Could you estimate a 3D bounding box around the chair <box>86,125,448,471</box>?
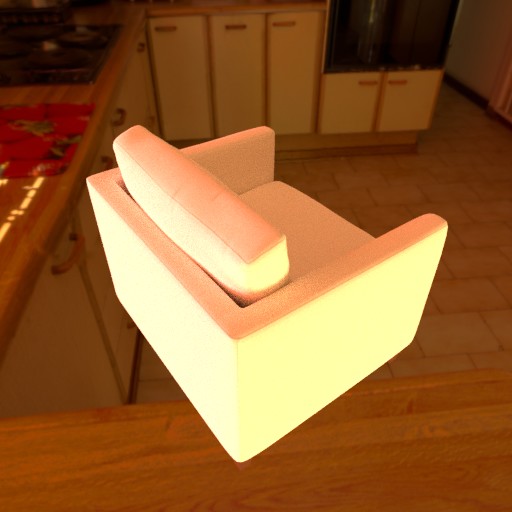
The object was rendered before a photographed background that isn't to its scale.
[{"bbox_3d":[0.000,0.000,1.685,0.878,0.885,1.019,-25,45,-28],"label":"chair"}]
